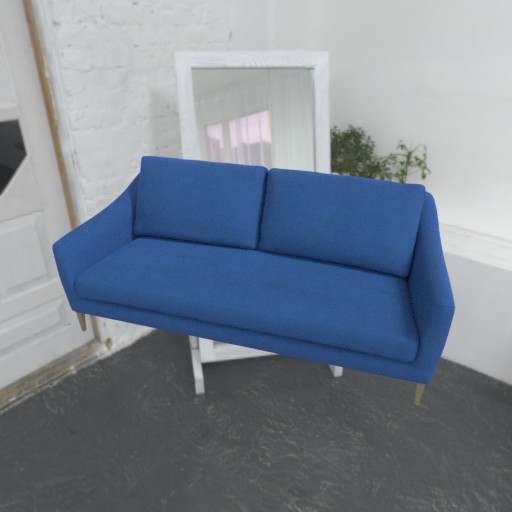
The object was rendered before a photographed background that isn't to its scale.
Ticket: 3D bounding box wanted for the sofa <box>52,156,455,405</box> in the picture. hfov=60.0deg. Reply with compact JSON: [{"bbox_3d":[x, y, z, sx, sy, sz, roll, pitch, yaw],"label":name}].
[{"bbox_3d":[0.000,0.000,2.565,2.036,0.903,0.960,9,29,15],"label":"sofa"}]
